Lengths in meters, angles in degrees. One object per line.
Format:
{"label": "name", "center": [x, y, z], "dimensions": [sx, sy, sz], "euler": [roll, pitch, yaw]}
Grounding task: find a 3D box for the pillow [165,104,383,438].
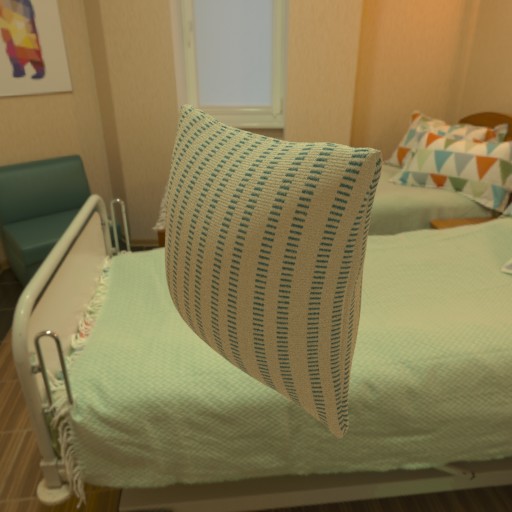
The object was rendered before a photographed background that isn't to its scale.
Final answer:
{"label": "pillow", "center": [0.000, 0.000, 0.709], "dimensions": [0.247, 0.419, 0.438], "euler": [-18, 32, -32]}
